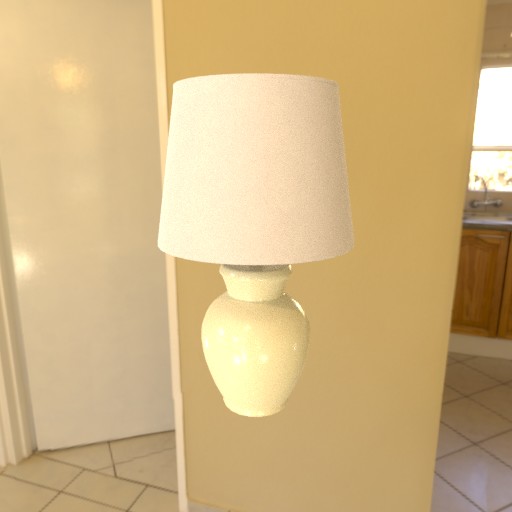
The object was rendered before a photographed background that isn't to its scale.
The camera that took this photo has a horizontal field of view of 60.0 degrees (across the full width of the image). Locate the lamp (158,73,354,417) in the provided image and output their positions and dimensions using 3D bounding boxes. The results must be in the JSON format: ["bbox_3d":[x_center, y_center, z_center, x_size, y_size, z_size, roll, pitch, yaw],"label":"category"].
[{"bbox_3d":[0.000,0.000,0.556,0.239,0.399,0.239,0,13,0],"label":"lamp"}]
